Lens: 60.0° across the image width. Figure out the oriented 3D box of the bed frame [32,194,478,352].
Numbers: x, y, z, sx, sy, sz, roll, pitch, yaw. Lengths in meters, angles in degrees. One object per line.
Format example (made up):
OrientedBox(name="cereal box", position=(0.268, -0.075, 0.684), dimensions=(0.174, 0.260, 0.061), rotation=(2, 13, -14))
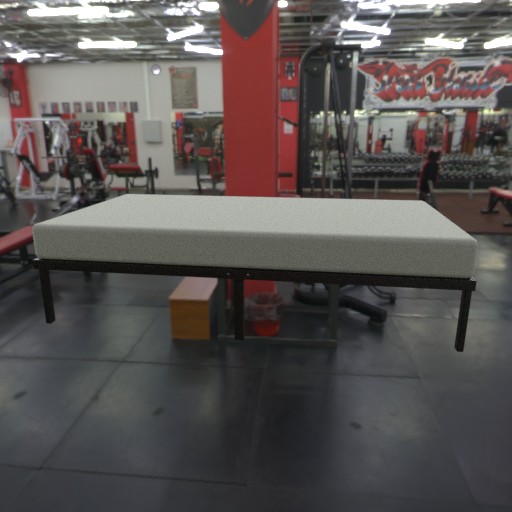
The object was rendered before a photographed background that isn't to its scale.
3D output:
OrientedBox(name="bed frame", position=(0.000, 0.000, 3.273), dimensions=(2.635, 0.680, 1.393), rotation=(2, 16, 8))
